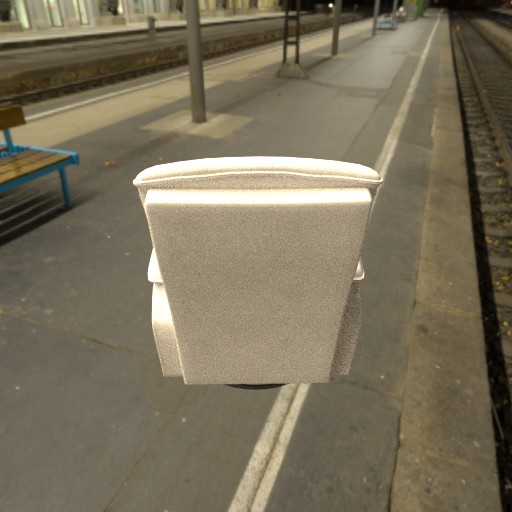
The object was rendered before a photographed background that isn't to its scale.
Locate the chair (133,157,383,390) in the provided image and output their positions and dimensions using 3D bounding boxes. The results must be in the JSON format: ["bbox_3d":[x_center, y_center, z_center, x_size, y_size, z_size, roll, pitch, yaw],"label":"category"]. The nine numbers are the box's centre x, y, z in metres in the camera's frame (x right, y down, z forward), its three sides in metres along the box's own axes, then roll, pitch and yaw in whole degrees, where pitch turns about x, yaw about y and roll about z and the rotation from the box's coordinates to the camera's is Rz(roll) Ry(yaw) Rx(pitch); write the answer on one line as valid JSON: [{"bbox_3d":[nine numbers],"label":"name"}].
[{"bbox_3d":[0.000,0.000,1.726,0.820,1.039,1.001,0,30,-1],"label":"chair"}]
